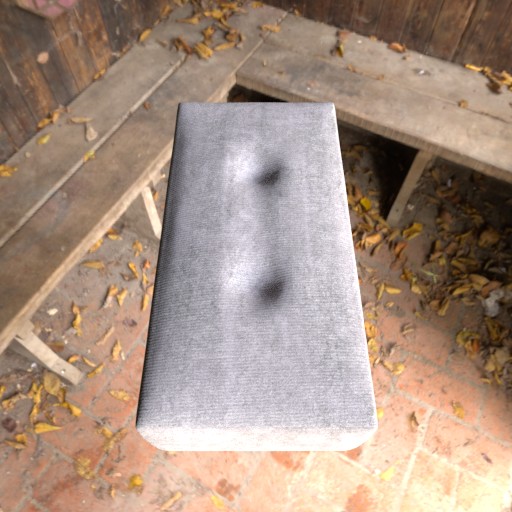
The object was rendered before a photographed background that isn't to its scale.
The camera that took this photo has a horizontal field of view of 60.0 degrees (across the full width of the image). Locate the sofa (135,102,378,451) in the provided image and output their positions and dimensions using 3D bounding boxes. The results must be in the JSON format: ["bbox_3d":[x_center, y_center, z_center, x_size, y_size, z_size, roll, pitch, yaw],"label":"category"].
[{"bbox_3d":[0.000,0.000,1.172,0.480,0.330,0.930,0,59,0],"label":"sofa"}]
